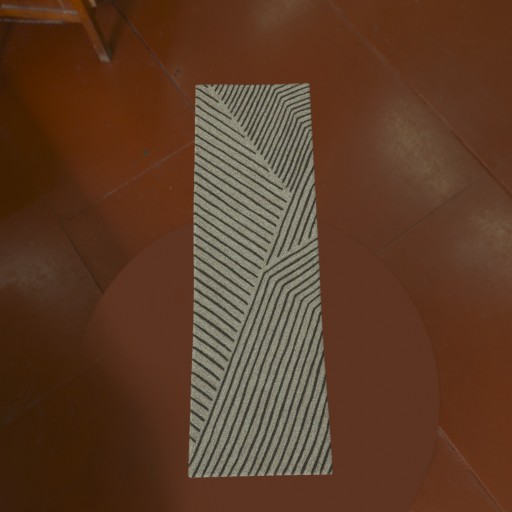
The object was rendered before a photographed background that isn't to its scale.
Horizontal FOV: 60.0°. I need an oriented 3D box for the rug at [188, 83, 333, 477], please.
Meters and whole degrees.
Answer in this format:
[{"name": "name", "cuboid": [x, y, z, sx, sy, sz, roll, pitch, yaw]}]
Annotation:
[{"name": "rug", "cuboid": [0.000, 0.000, 2.694, 0.773, 0.020, 2.439, -1, 74, 0]}]
